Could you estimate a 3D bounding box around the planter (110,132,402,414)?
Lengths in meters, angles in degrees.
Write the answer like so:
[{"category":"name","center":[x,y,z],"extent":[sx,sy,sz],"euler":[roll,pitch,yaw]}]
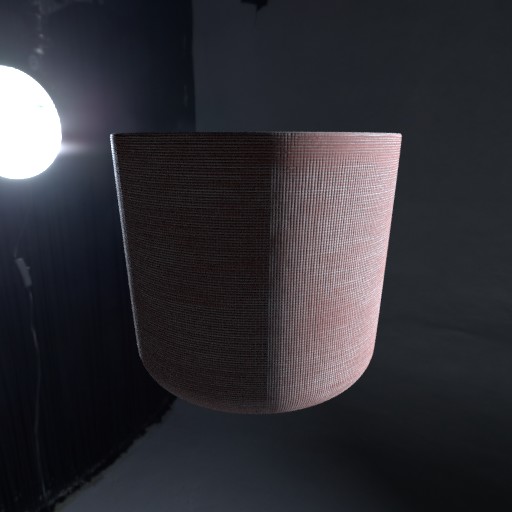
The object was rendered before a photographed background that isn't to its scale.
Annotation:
[{"category":"planter","center":[0.000,0.000,0.752],"extent":[0.440,0.398,0.440],"euler":[0,15,0]}]
